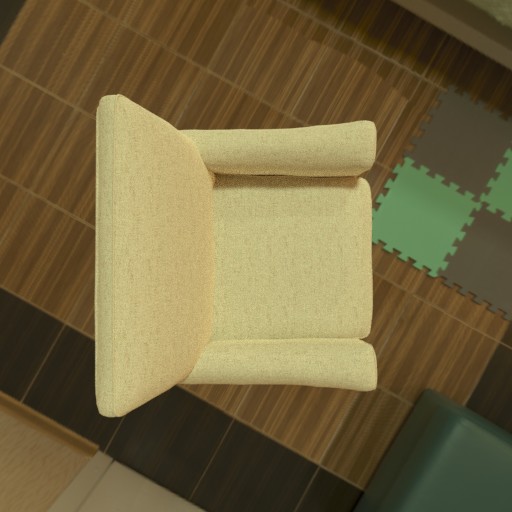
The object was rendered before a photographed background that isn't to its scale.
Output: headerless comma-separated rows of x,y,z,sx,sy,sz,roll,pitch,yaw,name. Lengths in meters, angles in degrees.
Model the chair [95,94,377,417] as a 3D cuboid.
0.000,0.000,1.570,0.823,0.943,0.870,0,89,0,chair
